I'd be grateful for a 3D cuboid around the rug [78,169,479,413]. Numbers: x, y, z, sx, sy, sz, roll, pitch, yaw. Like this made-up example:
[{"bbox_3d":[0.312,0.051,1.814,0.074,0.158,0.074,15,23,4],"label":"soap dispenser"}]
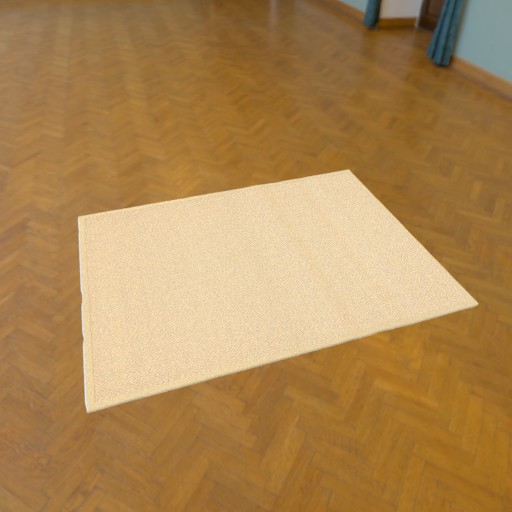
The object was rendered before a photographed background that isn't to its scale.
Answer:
[{"bbox_3d":[0.000,0.000,4.833,3.659,0.037,2.734,-12,42,-14],"label":"rug"}]
